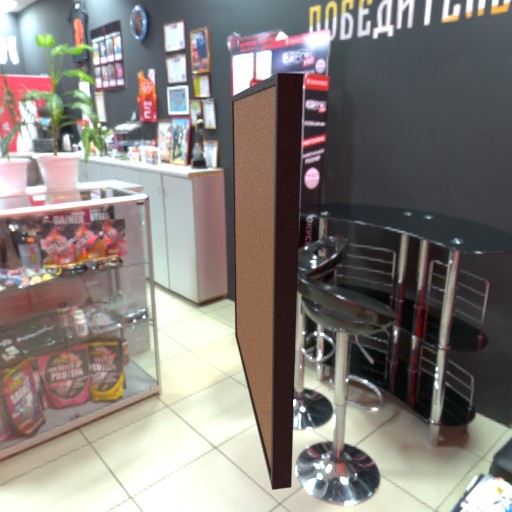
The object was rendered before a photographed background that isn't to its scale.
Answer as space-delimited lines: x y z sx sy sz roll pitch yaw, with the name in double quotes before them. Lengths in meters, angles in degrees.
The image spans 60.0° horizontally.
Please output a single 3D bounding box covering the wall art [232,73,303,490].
"wall art" 0.000 0.000 0.538 0.019 0.381 0.330 -3 17 -8
